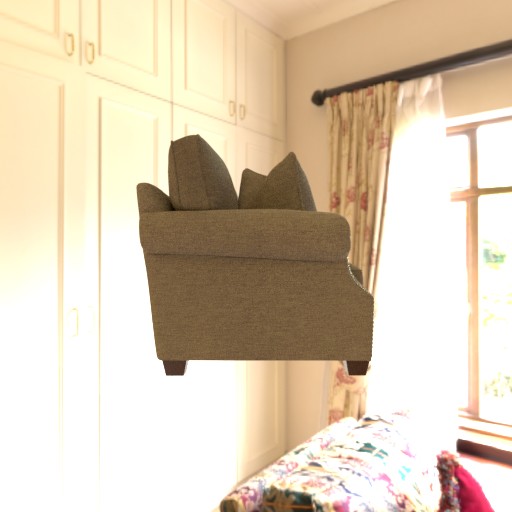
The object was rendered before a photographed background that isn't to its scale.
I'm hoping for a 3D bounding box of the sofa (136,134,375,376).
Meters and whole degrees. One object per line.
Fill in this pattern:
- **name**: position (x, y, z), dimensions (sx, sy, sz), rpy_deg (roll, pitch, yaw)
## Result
- **sofa**: position (0.000, 0.000, 2.835), dimensions (0.965, 0.975, 2.312), rpy_deg (0, 0, 0)
